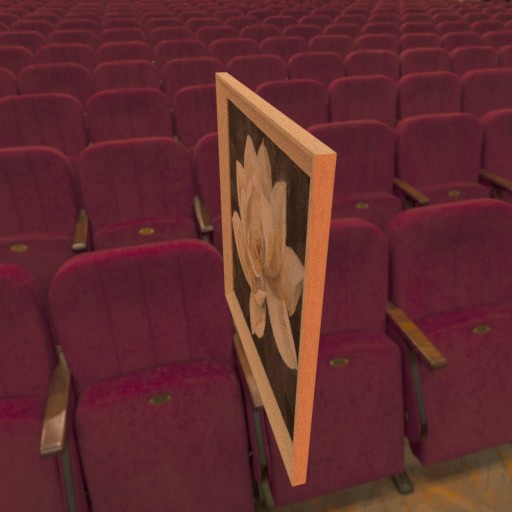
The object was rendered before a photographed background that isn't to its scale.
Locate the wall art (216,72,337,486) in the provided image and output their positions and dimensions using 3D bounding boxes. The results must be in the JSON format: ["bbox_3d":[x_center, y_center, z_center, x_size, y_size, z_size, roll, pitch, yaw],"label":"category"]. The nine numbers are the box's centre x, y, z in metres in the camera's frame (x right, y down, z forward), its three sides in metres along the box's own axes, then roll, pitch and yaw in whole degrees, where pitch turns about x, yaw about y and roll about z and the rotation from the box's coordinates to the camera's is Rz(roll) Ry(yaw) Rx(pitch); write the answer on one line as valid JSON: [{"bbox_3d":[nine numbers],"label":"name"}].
[{"bbox_3d":[0.000,0.000,1.496,0.045,1.016,1.016,-8,31,-13],"label":"wall art"}]
